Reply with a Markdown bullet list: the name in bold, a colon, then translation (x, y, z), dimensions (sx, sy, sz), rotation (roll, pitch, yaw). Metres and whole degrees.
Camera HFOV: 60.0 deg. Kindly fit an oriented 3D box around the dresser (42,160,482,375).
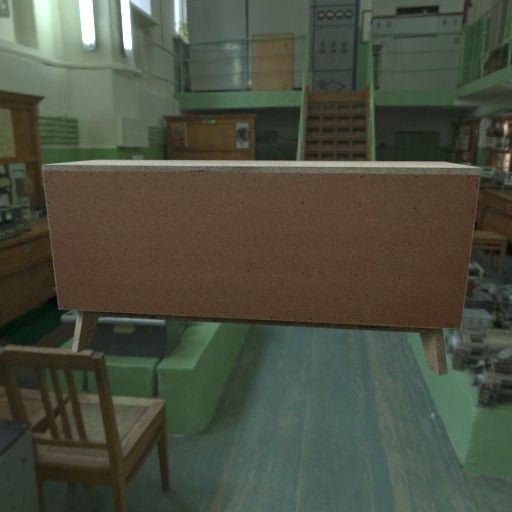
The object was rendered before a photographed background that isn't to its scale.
- **dresser**: translation (0.000, 0.000, 1.920), dimensions (1.602, 0.788, 0.455), rotation (2, 15, 7)
